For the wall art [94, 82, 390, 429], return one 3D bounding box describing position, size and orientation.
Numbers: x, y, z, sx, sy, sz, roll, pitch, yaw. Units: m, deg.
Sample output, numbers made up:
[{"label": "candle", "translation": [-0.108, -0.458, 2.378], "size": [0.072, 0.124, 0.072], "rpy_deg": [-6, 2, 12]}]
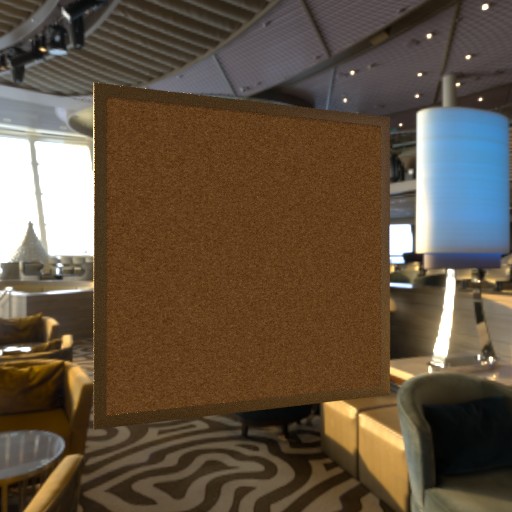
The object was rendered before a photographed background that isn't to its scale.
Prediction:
[{"label": "wall art", "translation": [0.000, 0.000, 1.116], "size": [0.767, 0.765, 0.036], "rpy_deg": [0, 0, -19]}]
